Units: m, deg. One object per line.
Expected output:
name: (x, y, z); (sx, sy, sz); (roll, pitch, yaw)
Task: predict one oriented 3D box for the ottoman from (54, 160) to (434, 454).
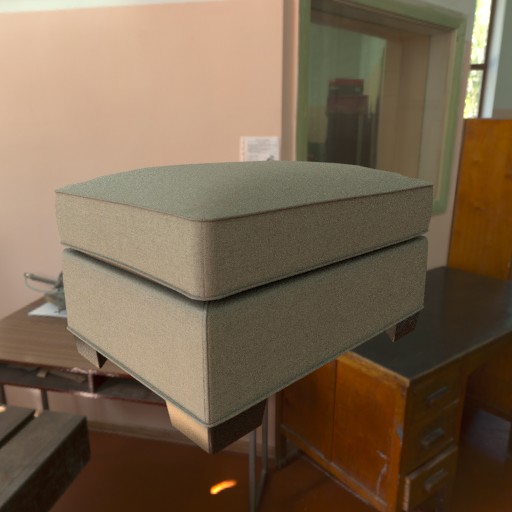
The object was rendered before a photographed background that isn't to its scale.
ottoman: (0.000, 0.000, 1.222); (0.843, 0.504, 0.619); (-14, 20, -43)
